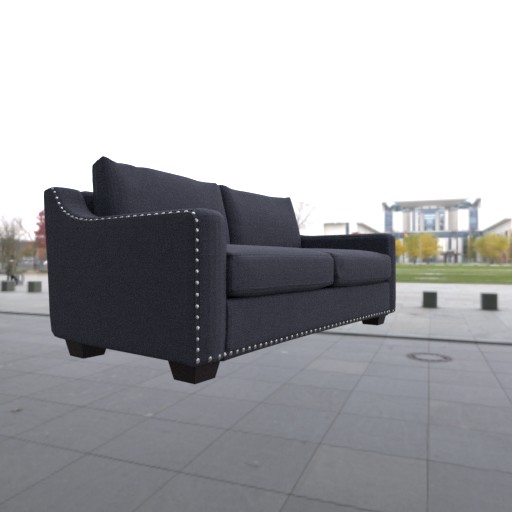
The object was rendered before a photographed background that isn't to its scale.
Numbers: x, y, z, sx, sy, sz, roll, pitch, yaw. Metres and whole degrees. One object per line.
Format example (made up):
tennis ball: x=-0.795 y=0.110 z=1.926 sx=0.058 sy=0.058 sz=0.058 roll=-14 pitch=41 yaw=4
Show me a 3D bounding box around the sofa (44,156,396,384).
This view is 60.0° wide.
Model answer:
sofa: x=0.000 y=0.000 z=3.310 sx=1.336 sy=1.196 sz=2.550 roll=0 pitch=-1 yaw=36
